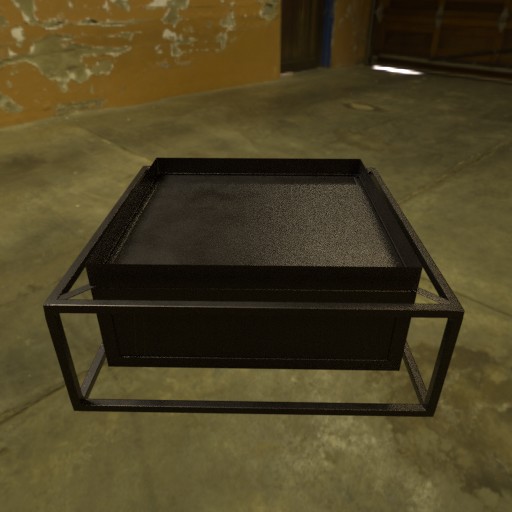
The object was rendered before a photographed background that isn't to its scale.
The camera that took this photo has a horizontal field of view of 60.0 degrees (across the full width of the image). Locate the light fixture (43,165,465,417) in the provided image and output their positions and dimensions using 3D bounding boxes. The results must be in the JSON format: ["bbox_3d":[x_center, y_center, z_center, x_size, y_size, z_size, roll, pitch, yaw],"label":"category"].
[{"bbox_3d":[0.000,0.000,0.685,0.441,0.191,0.441,1,30,1],"label":"light fixture"}]
